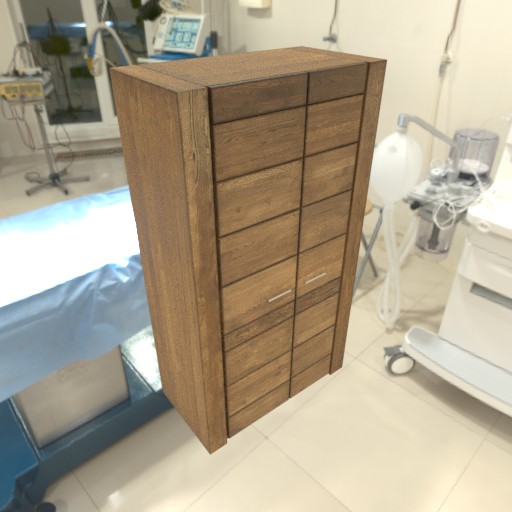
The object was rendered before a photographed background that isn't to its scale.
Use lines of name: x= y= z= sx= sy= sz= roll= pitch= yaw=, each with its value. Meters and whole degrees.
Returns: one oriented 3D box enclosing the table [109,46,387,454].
table: x=0.000 y=0.000 z=2.483 sx=1.100 sy=2.000 sz=0.600 roll=-23 pitch=39 yaw=-31
